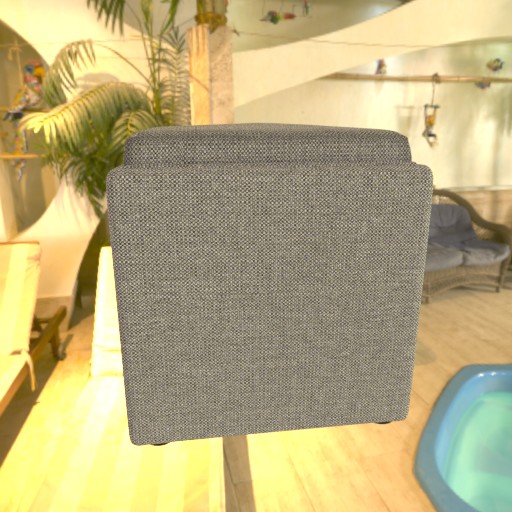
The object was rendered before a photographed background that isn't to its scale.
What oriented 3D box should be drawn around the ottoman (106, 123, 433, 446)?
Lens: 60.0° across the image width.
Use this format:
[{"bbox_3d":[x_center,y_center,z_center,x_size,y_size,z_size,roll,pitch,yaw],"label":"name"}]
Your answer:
[{"bbox_3d":[0.000,0.000,0.844,0.454,0.487,0.436,-2,16,-8],"label":"ottoman"}]
